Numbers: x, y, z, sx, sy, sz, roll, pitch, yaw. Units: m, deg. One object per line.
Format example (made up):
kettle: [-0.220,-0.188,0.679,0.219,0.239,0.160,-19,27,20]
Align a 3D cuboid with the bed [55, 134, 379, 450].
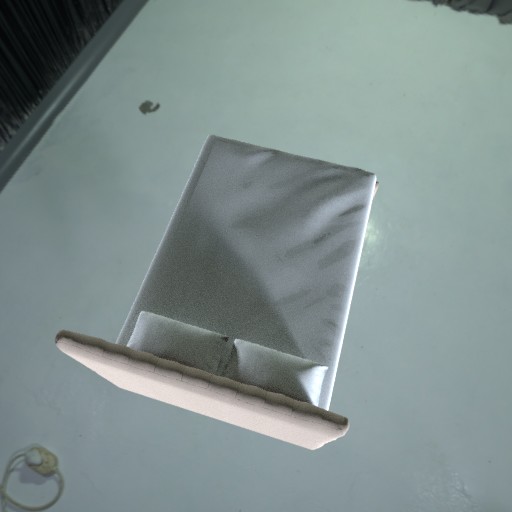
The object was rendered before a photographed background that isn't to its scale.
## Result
bed: [0.000,0.000,3.490,1.698,1.427,2.387,15,65,7]
